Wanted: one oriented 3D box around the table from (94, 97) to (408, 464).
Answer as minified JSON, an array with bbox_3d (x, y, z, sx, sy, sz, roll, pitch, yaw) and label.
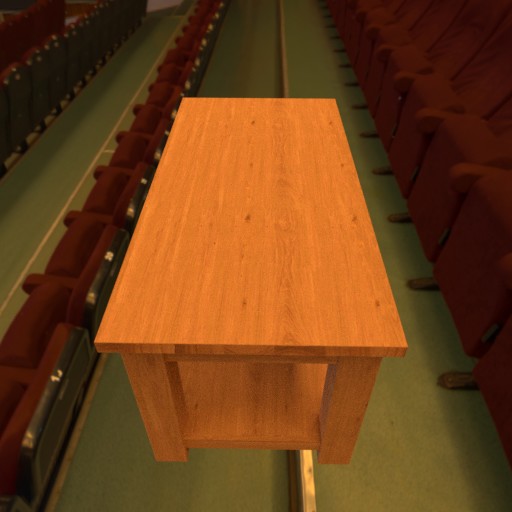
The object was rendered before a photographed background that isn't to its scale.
[{"bbox_3d":[0.000,0.000,1.120,0.450,0.452,0.899,1,41,1],"label":"table"}]
